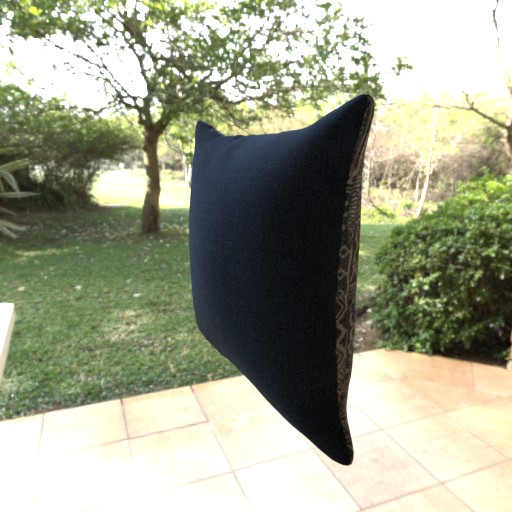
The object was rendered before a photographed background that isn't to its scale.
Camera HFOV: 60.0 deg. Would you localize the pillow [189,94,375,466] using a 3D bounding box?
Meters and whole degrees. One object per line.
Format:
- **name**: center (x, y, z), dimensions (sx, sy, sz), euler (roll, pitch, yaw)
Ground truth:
- **pillow**: center (0.000, 0.000, 0.778), dimensions (0.180, 0.487, 0.546), euler (-7, 15, -27)
